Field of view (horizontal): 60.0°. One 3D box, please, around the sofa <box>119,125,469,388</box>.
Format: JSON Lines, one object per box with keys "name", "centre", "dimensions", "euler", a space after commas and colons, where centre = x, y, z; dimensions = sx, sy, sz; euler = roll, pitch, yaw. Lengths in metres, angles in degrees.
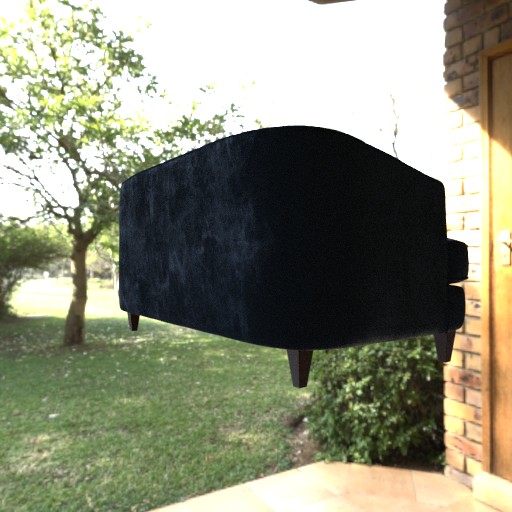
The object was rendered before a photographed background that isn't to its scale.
{"name": "sofa", "centre": [0.000, 0.000, 2.203], "dimensions": [0.941, 0.854, 1.733], "euler": [0, -1, -37]}
